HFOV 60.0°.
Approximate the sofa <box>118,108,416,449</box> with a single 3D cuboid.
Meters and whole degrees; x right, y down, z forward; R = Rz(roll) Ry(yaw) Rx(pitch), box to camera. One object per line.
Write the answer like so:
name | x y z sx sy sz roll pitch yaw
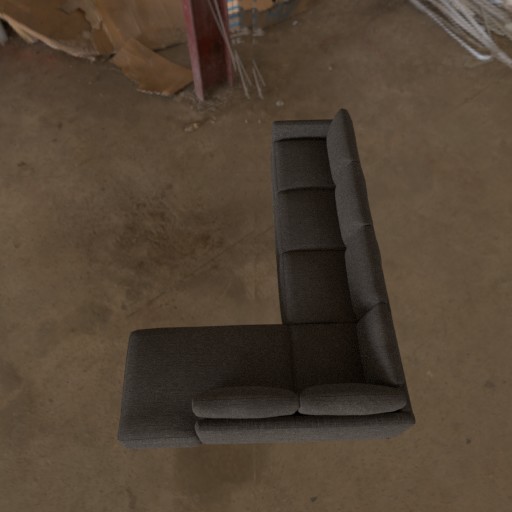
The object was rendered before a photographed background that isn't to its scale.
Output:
sofa | 0.000 0.000 3.790 2.007 0.815 2.949 -1 58 -1
